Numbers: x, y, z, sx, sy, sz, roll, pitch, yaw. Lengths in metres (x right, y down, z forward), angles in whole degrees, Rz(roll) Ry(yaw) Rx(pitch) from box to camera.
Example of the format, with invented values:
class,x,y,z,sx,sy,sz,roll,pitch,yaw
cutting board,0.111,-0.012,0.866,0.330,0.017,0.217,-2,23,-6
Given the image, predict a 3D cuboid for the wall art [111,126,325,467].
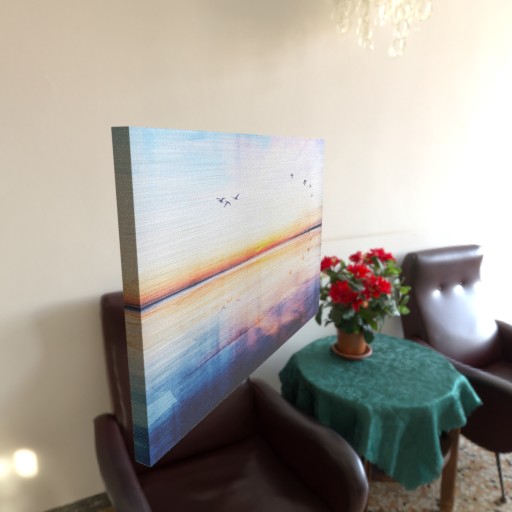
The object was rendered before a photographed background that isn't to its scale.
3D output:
class,x,y,z,sx,sy,sz,roll,pitch,yaw
wall art,0.000,0.000,1.148,0.037,0.605,0.911,7,15,27
